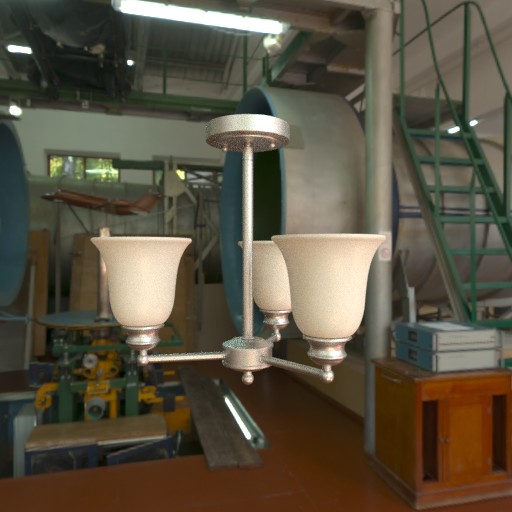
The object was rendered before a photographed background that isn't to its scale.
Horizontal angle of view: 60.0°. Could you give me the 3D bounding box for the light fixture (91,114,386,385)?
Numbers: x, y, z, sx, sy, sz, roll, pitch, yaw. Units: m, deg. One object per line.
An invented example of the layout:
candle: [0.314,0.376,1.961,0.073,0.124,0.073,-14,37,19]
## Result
light fixture: [0.000,0.000,0.673,0.388,0.370,0.354,0,0,19]
